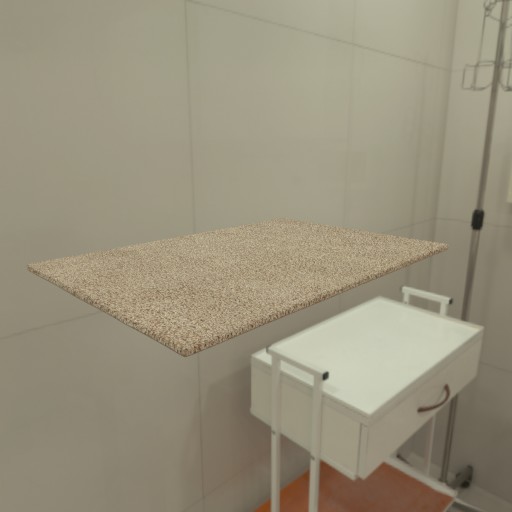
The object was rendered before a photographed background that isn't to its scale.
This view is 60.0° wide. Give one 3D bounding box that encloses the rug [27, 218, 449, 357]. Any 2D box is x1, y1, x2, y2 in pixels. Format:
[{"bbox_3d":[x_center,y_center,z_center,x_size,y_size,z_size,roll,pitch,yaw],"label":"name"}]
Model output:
[{"bbox_3d":[0.000,0.000,2.230,1.219,0.030,1.778,14,20,43],"label":"rug"}]
